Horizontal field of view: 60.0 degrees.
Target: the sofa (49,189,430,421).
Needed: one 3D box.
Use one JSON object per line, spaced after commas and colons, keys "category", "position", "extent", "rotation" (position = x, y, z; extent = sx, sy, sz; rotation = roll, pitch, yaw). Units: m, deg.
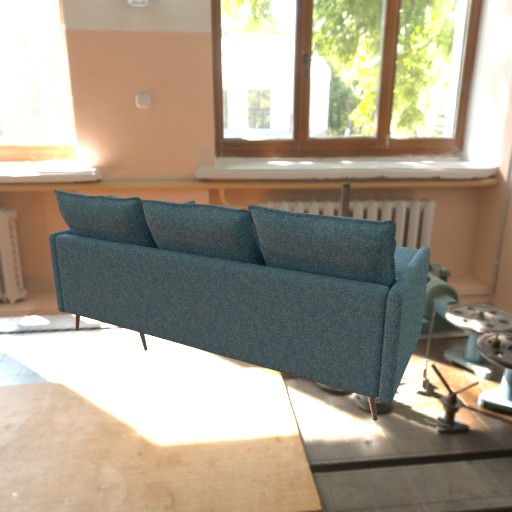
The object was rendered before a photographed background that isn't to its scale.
{"category": "sofa", "position": [0.000, 0.000, 2.788], "extent": [2.034, 0.899, 1.420], "rotation": [9, 18, 27]}
